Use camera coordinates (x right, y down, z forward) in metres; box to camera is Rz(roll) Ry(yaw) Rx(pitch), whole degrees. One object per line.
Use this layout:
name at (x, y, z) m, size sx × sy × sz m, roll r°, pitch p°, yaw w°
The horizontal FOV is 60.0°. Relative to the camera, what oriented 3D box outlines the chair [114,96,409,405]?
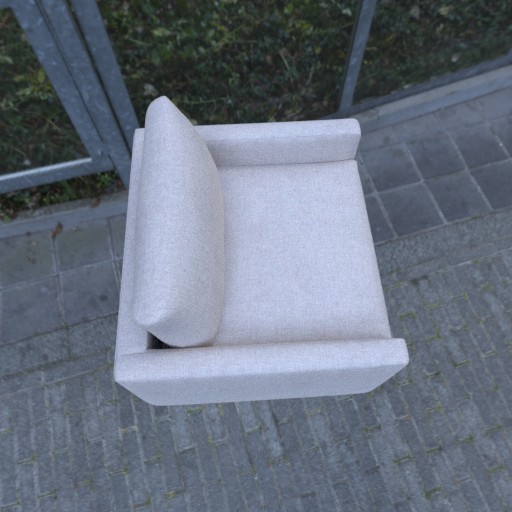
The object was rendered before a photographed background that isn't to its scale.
chair at (0.000, 0.000, 1.629) m, size 0.866 × 0.861 × 0.963 m, roll -3°, pitch 63°, yaw -1°
